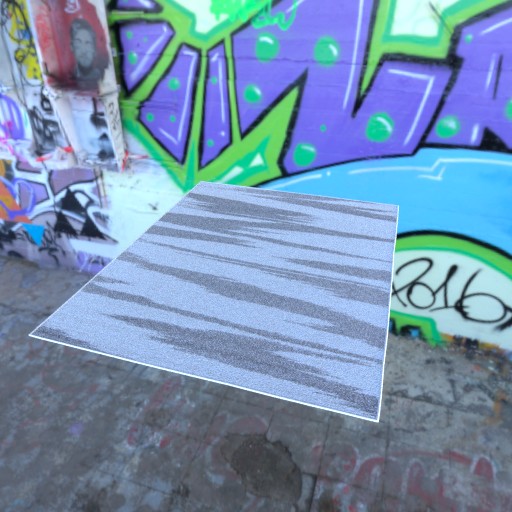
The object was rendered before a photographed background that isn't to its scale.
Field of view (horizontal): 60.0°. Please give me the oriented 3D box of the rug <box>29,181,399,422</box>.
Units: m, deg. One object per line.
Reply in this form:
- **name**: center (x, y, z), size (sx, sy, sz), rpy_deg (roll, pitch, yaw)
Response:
- **rug**: center (0.000, 0.000, 3.934), size (2.353, 0.014, 2.945), rpy_deg (9, 33, 15)
